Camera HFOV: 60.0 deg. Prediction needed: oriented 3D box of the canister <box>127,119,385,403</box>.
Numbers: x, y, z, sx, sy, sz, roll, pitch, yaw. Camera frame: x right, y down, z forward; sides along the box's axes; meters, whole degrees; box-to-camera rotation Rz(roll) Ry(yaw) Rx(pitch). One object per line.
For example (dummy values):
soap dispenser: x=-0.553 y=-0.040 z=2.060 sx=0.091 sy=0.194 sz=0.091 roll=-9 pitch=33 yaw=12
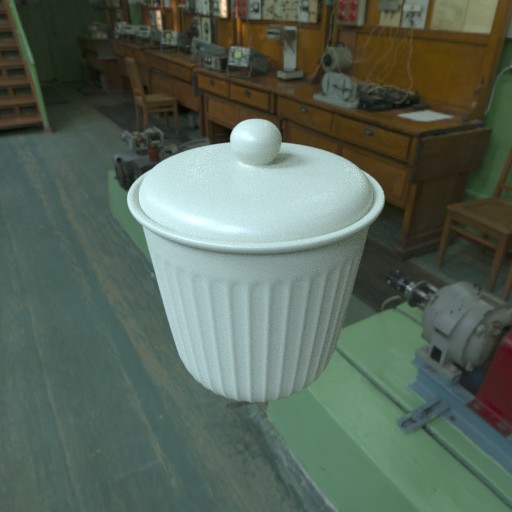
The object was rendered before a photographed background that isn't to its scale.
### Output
canister: x=0.000 y=0.000 z=0.350 sx=0.181 sy=0.211 sz=0.181 roll=0 pitch=30 yaw=0
